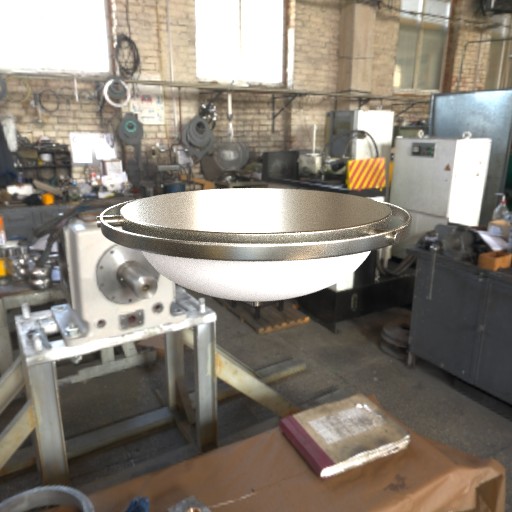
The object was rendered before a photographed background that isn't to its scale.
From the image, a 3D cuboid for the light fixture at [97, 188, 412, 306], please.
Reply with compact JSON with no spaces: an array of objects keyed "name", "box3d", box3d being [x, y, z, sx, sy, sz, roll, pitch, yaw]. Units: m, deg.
[{"name":"light fixture","box3d":[0.000,0.000,0.557,0.361,0.130,0.361,0,16,0]}]
